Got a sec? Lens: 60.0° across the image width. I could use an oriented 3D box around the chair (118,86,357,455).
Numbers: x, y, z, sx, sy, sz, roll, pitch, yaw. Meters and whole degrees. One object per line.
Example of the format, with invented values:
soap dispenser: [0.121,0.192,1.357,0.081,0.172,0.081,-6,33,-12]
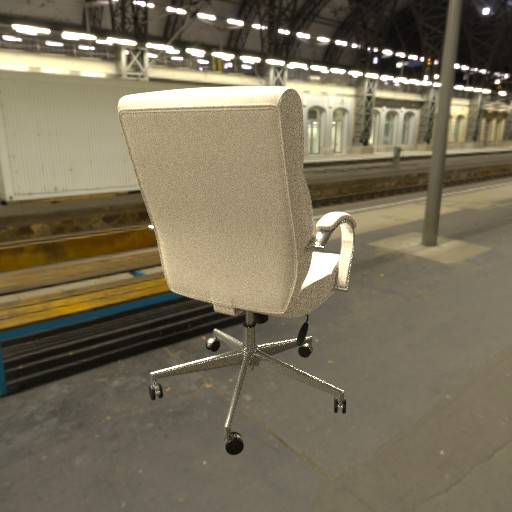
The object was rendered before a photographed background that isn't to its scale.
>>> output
chair: [0.000,0.000,1.603,0.727,1.099,0.745,8,18,27]
